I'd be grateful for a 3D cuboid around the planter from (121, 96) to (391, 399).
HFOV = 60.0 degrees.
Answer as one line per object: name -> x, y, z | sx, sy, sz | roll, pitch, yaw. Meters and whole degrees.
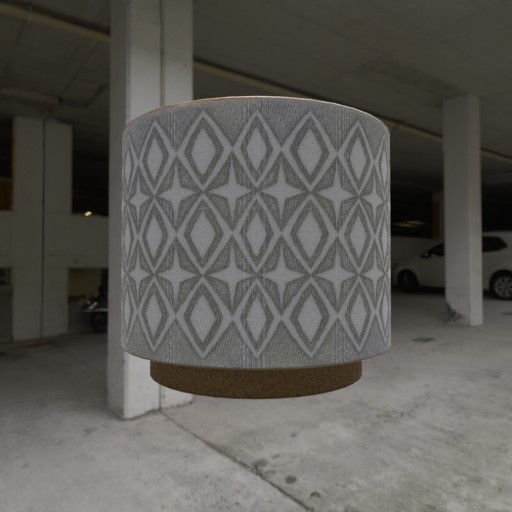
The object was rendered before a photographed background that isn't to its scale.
planter -> 0.000, 0.000, 0.439 | 0.255, 0.223, 0.255 | 0, -1, 0
